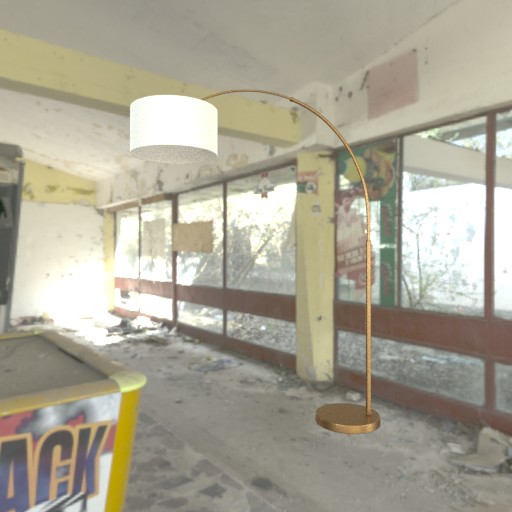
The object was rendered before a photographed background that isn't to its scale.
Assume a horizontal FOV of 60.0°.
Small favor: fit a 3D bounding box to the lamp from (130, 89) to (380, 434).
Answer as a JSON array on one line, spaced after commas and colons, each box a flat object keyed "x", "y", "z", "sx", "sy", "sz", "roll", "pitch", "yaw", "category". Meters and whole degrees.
[{"x": 0.000, "y": 0.000, "z": 2.569, "sx": 1.434, "sy": 1.927, "sz": 0.493, "roll": 0, "pitch": 0, "yaw": -1, "category": "lamp"}]
